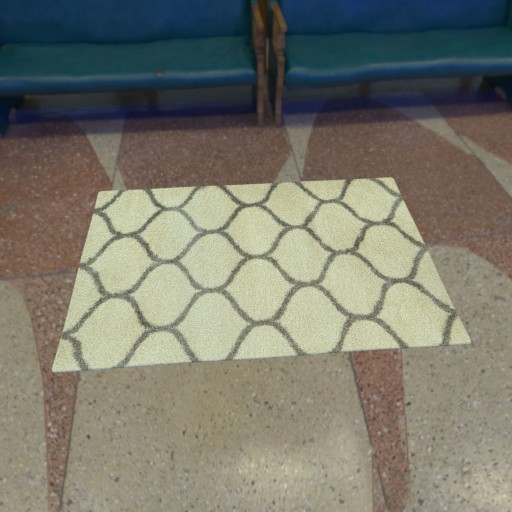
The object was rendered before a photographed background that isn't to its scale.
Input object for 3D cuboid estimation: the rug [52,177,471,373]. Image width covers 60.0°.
[{"bbox_3d":[0.000,0.000,3.449,2.701,0.026,1.801,-3,47,-3],"label":"rug"}]
